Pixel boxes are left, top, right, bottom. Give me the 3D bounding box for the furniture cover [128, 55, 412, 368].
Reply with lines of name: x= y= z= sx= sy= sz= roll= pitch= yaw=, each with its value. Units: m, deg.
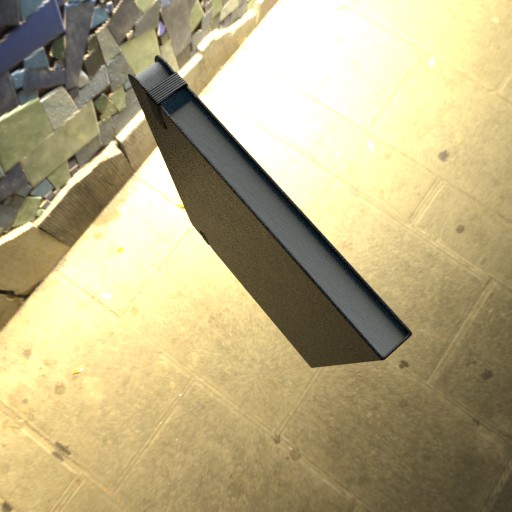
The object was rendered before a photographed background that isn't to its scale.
furniture cover: x=0.000 y=0.000 z=0.371 sx=0.023 sy=0.281 sz=0.216 roll=-39 pitch=78 yaw=-9
